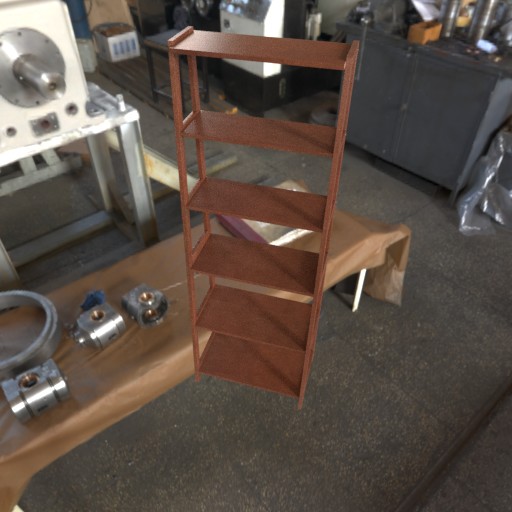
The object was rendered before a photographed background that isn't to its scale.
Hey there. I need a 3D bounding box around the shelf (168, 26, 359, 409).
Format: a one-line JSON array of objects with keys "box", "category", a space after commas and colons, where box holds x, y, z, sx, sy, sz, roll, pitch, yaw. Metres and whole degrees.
[{"box": [0.000, 0.000, 2.139, 0.660, 1.892, 0.382, 11, 43, 12], "category": "shelf"}]
